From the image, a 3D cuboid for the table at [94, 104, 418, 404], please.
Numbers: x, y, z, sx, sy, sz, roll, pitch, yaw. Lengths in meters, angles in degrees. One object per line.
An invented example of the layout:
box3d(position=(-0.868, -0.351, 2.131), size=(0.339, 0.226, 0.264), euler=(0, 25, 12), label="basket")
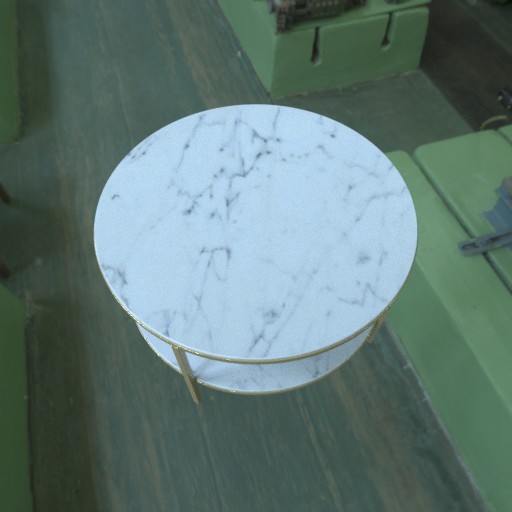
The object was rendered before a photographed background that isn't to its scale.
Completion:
box3d(position=(0.000, 0.000, 1.296), size=(0.800, 0.450, 0.800), euler=(0, 56, 0), label="table")
